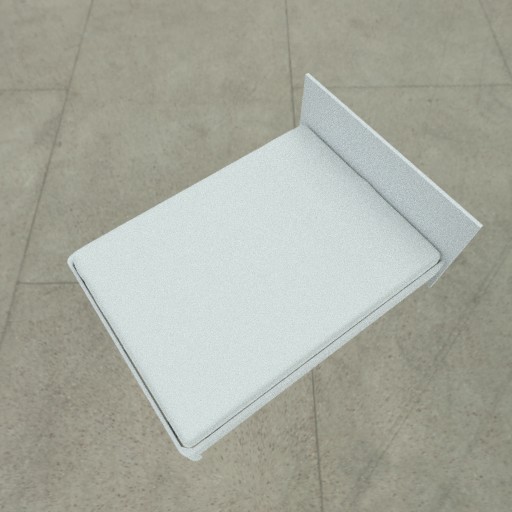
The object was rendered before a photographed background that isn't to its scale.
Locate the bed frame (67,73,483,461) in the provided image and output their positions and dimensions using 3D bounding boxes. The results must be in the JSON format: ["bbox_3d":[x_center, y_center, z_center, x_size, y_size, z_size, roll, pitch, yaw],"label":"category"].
[{"bbox_3d":[0.000,0.000,2.760,1.950,0.800,1.490,-33,66,-16],"label":"bed frame"}]
